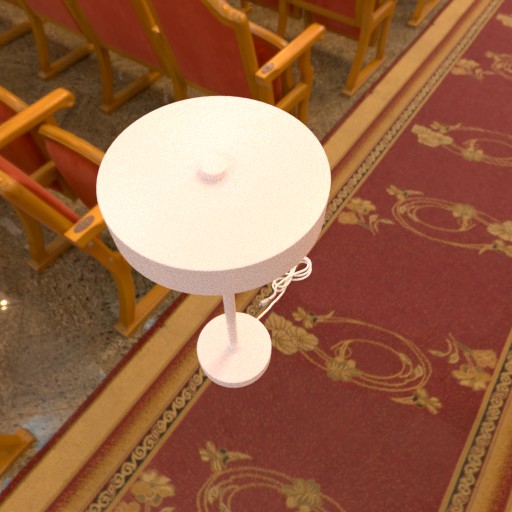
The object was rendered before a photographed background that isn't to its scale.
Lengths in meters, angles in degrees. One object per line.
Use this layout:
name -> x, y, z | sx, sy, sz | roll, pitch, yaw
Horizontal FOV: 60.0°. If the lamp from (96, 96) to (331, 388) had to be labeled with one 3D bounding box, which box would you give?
lamp -> 0.000, 0.000, 0.673 | 0.229, 0.508, 0.369 | 31, 63, 18
